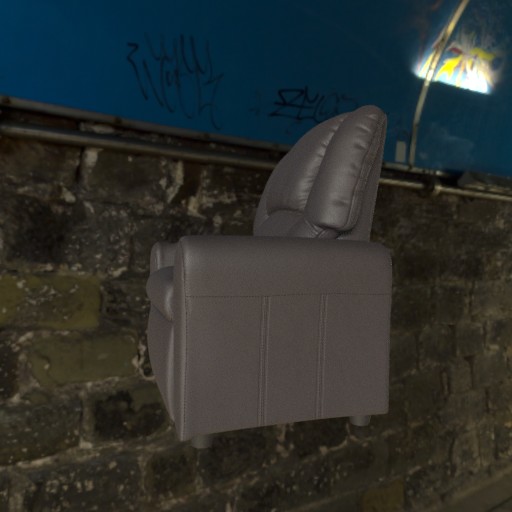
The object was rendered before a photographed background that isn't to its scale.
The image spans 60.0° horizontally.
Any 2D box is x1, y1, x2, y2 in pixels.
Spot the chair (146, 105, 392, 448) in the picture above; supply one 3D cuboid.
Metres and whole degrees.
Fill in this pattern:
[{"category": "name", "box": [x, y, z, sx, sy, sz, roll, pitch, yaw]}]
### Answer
[{"category": "chair", "box": [0.000, 0.000, 1.123, 0.521, 0.709, 0.610, 0, 0, -18]}]
